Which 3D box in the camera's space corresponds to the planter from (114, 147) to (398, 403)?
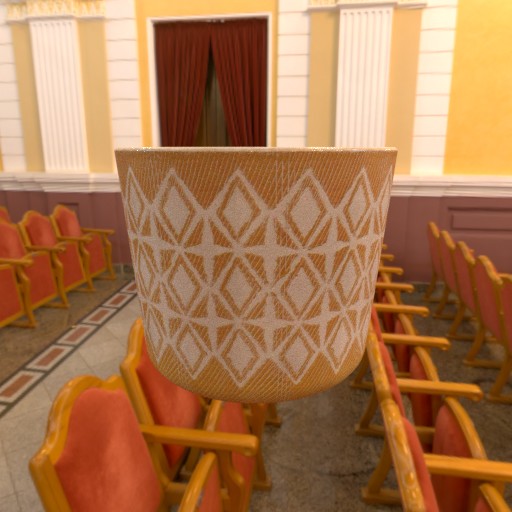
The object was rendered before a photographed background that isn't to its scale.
[{"bbox_3d":[0.000,0.000,0.219,0.126,0.104,0.126,0,14,0],"label":"planter"}]
